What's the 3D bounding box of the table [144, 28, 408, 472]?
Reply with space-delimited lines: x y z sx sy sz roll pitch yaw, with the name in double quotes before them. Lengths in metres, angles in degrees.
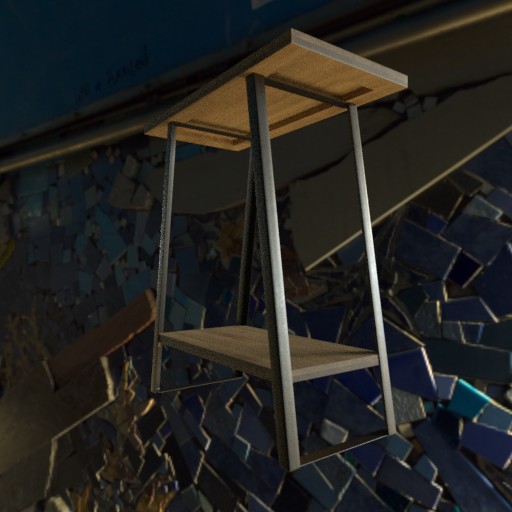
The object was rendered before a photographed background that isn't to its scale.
"table" 0.000 0.000 1.015 0.300 0.701 0.599 1 -1 -36
